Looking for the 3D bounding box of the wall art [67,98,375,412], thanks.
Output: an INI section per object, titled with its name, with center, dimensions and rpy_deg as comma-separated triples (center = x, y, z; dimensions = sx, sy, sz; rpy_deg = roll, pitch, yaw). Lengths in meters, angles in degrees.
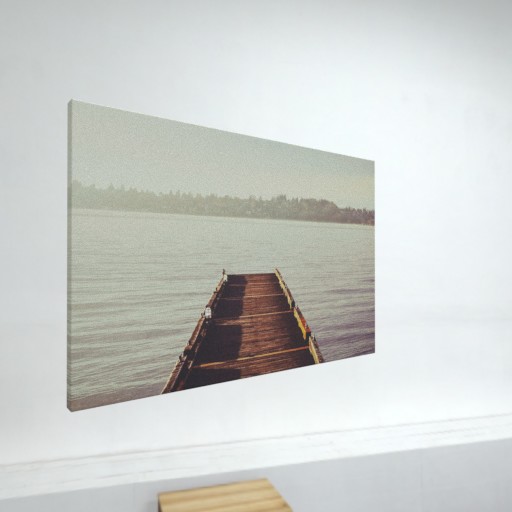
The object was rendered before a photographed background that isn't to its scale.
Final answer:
[wall art]
center = 0.000, 0.000, 1.436
dimensions = 1.149, 0.765, 0.040
rpy_deg = 0, -1, -36
